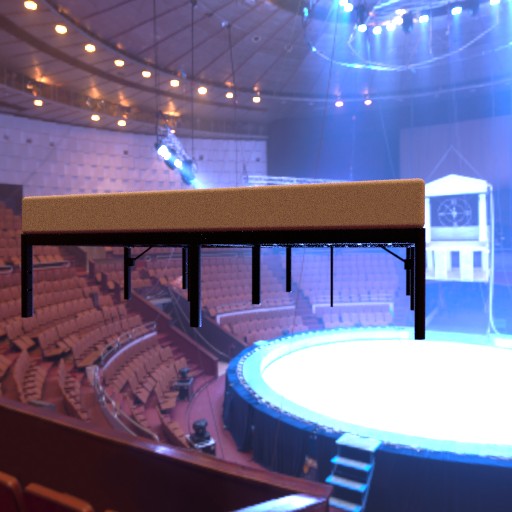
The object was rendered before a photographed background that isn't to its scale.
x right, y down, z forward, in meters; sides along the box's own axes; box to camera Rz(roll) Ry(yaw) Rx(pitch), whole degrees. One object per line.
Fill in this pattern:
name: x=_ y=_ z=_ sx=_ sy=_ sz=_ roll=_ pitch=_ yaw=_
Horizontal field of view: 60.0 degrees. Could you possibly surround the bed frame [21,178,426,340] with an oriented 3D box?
bed frame: x=0.000 y=0.000 z=3.026 sx=2.079 sy=0.659 sz=1.963 roll=0 pitch=1 yaw=18
